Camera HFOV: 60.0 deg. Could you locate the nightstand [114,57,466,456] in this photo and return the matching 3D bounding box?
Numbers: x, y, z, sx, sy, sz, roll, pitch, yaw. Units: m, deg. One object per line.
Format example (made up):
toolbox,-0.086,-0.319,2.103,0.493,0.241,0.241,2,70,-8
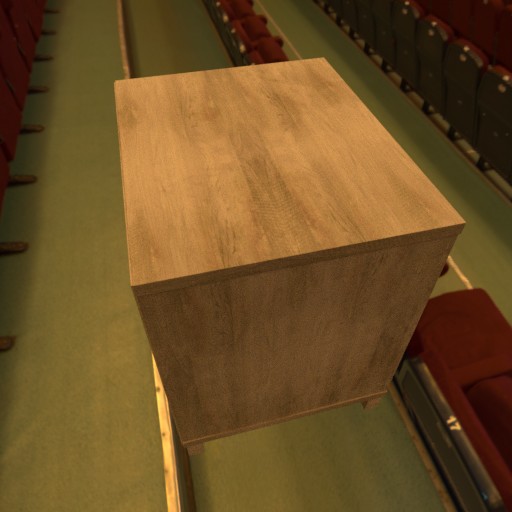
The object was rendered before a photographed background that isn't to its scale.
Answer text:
nightstand,0.000,0.000,0.740,0.347,0.448,0.427,-11,48,-10
